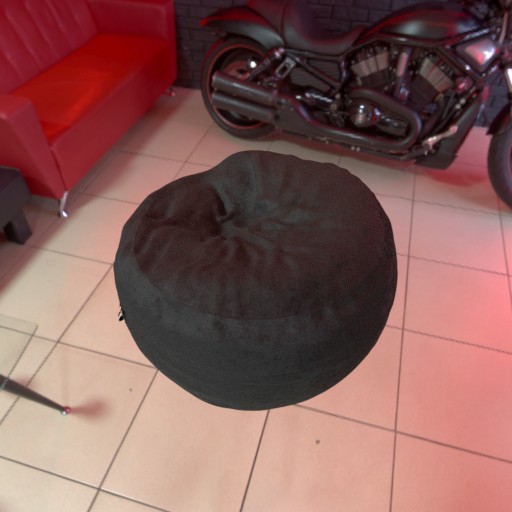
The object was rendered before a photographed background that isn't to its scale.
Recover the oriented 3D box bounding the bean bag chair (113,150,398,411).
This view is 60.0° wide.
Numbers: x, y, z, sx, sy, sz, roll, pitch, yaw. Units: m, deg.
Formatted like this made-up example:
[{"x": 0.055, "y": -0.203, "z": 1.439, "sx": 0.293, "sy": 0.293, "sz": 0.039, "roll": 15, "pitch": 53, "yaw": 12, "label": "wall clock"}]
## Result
[{"x": 0.000, "y": 0.000, "z": 2.438, "sx": 1.525, "sy": 0.751, "sz": 1.525, "roll": 0, "pitch": 45, "yaw": 0, "label": "bean bag chair"}]
